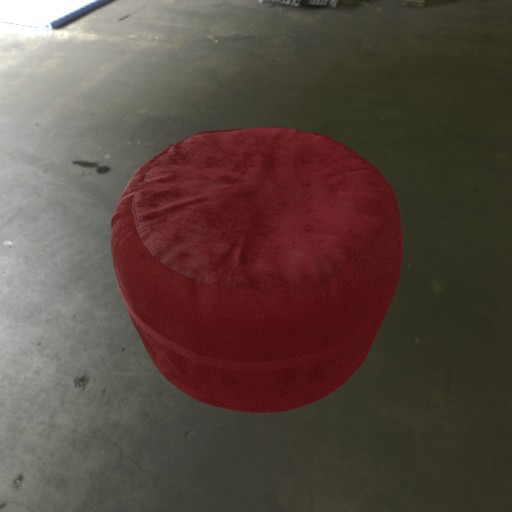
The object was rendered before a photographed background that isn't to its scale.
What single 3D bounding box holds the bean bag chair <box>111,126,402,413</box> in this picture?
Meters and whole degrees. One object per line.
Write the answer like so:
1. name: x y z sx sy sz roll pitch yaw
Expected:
1. bean bag chair: 0.000 0.000 1.980 1.219 0.762 1.219 0 46 0
